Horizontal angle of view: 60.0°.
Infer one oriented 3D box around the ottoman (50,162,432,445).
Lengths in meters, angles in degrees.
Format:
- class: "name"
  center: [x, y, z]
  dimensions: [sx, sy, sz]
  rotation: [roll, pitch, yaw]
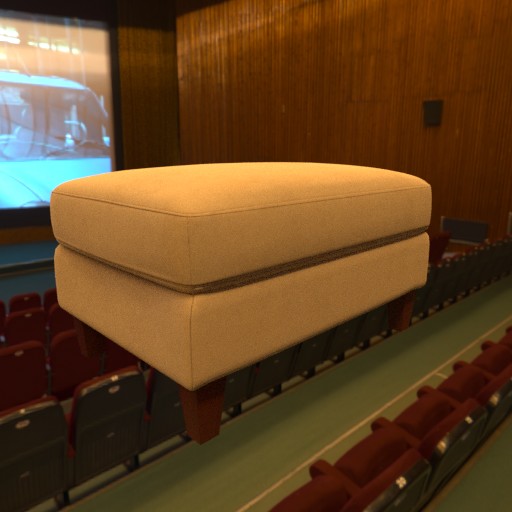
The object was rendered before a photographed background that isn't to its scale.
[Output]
- class: "ottoman"
  center: [0.000, 0.000, 1.178]
  dimensions: [0.864, 0.483, 0.584]
  rotation: [-13, 19, -43]
